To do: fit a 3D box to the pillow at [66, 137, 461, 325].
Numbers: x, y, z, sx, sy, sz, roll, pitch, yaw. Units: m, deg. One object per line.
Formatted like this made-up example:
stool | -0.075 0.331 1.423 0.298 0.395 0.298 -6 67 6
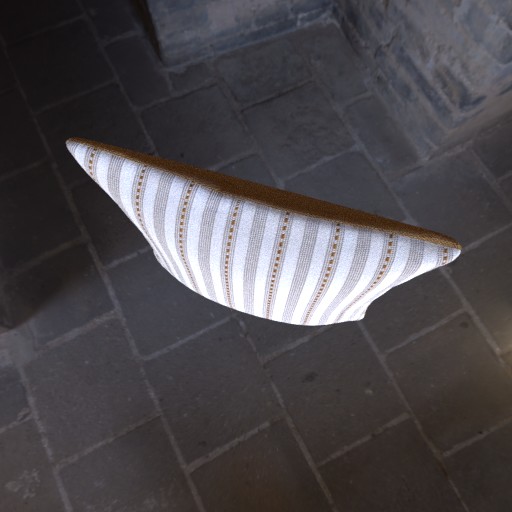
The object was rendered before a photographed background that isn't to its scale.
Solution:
pillow | 0.000 0.000 0.663 0.432 0.437 0.147 15 74 4
